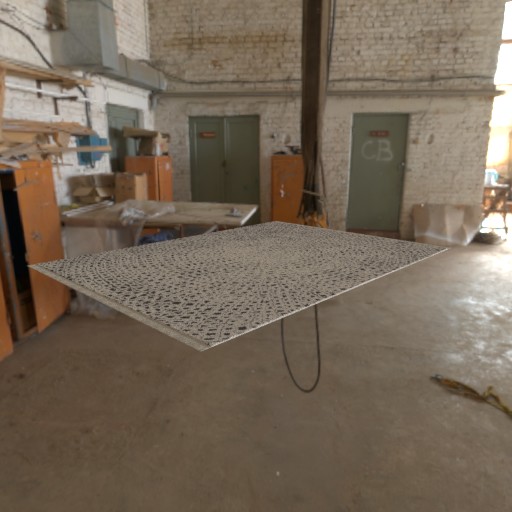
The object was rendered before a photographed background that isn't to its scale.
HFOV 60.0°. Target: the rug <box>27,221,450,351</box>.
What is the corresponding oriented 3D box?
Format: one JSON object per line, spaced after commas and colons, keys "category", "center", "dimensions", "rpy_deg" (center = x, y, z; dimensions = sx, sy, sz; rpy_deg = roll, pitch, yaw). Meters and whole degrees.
{"category": "rug", "center": [0.000, 0.000, 2.096], "dimensions": [1.190, 0.003, 1.634], "rpy_deg": [13, 19, 42]}
